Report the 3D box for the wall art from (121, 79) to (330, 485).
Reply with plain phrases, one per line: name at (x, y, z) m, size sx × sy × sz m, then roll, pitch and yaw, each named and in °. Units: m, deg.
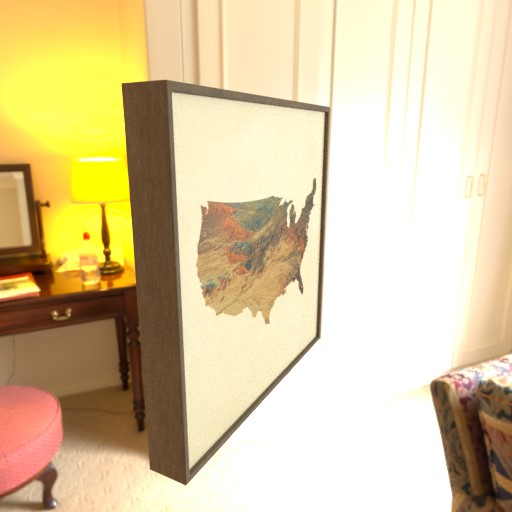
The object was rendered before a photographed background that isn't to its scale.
wall art at (0.000, 0.000, 0.450) m, size 0.038 × 0.302 × 0.303 m, roll 8°, pitch 17°, yaw 27°
